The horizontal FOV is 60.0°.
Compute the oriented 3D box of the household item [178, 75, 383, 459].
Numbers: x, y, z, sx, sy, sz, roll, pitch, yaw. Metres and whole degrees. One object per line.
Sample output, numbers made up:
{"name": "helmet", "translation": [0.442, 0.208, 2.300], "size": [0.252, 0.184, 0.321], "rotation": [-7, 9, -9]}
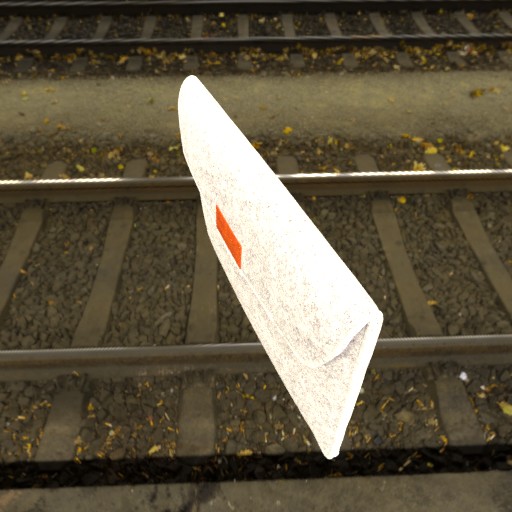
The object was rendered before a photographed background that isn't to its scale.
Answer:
{"name": "household item", "translation": [0.000, 0.000, 0.429], "size": [0.057, 0.221, 0.335], "rotation": [-17, 48, -16]}
